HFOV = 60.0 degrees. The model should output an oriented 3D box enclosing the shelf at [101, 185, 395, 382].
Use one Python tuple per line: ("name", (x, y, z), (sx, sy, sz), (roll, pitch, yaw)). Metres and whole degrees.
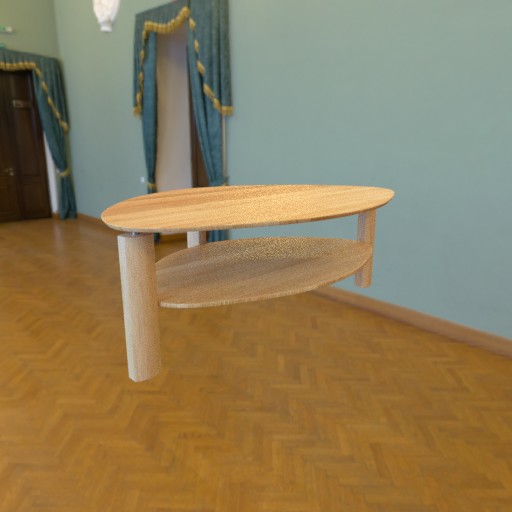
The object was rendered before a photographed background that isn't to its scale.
("shelf", (0.000, 0.000, 1.669), (1.246, 0.440, 0.845), (-14, 21, -43))
